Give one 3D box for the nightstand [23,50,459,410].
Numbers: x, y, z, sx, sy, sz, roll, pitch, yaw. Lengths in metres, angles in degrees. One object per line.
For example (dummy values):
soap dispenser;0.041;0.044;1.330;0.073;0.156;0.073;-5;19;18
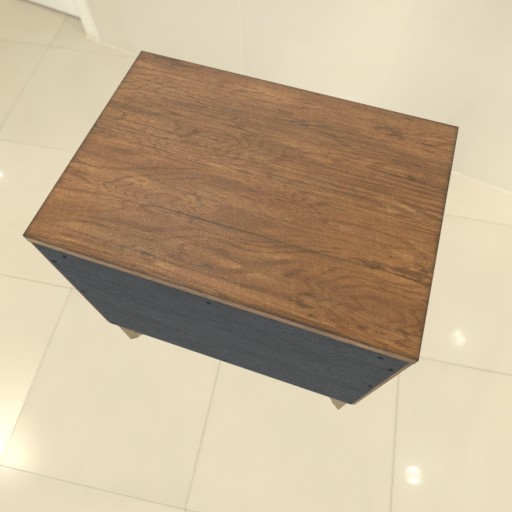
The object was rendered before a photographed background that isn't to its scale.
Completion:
nightstand;0.000;0.000;1.005;0.610;0.610;0.446;17;65;8
